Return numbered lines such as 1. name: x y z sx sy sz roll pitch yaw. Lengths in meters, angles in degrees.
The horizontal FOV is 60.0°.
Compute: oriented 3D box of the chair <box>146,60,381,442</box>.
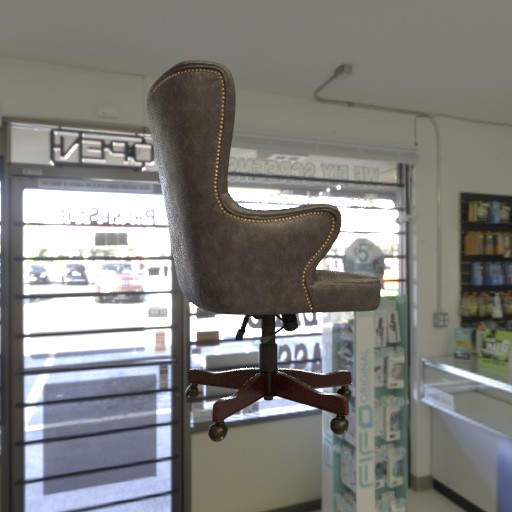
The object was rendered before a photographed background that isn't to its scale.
1. chair: 0.000 0.000 1.490 0.717 1.037 0.594 0 0 -18
